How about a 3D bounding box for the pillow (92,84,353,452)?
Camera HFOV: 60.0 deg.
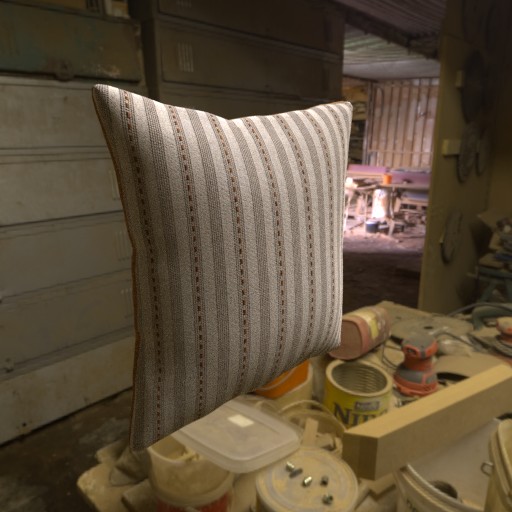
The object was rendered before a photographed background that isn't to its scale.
[{"bbox_3d":[0.000,0.000,0.629,0.432,0.437,0.147,-14,21,-42],"label":"pillow"}]
